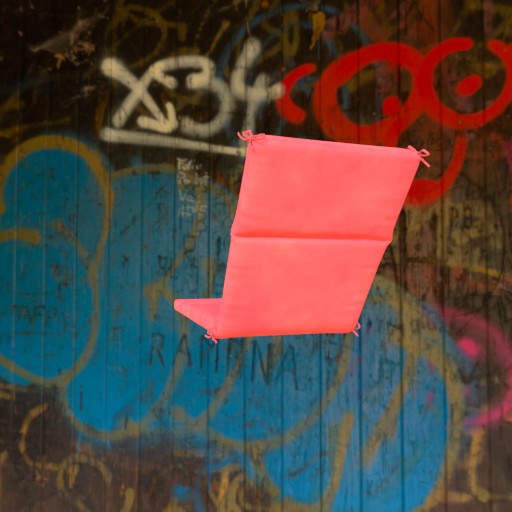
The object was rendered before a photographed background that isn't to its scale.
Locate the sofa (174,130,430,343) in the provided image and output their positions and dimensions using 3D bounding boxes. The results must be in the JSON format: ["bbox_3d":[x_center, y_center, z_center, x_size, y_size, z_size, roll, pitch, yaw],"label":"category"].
[{"bbox_3d":[0.000,0.000,1.977,0.582,0.622,1.663,1,-2,-18],"label":"sofa"}]
